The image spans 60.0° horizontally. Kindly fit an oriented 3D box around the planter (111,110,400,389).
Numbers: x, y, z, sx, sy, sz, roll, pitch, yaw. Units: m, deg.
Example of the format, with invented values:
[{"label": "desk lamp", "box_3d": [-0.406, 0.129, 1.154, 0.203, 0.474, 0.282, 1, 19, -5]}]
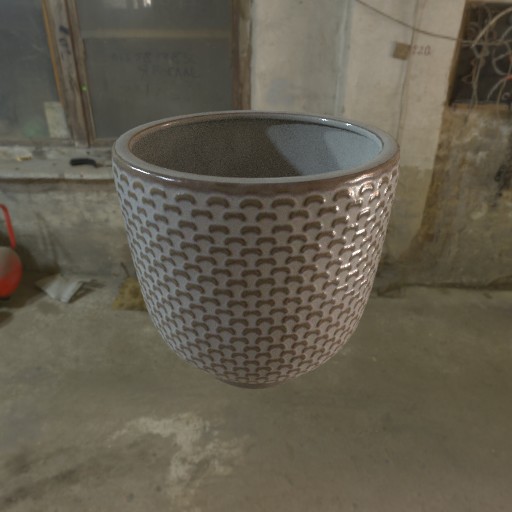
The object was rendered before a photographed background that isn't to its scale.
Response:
[{"label": "planter", "box_3d": [0.000, 0.000, 0.355, 0.197, 0.191, 0.197, 0, 29, 0]}]
